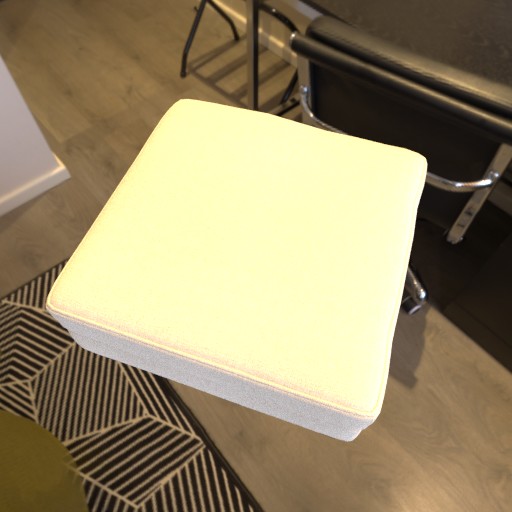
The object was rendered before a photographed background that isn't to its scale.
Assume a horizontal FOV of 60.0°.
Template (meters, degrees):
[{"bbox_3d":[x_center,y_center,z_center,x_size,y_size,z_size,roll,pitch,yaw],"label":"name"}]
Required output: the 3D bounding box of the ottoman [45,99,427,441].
[{"bbox_3d":[0.000,0.000,1.356,0.838,0.478,0.838,16,60,10],"label":"ottoman"}]
